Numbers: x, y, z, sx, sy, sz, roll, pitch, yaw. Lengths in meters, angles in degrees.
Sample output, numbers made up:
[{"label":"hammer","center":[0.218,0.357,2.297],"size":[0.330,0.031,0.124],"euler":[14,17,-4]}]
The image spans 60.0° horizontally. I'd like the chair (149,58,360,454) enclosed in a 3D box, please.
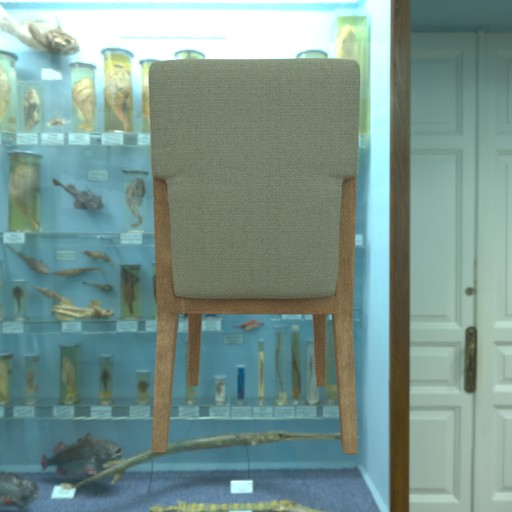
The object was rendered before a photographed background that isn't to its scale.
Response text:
[{"label":"chair","center":[0.000,0.000,1.285],"size":[0.507,0.911,0.586],"euler":[0,1,1]}]
